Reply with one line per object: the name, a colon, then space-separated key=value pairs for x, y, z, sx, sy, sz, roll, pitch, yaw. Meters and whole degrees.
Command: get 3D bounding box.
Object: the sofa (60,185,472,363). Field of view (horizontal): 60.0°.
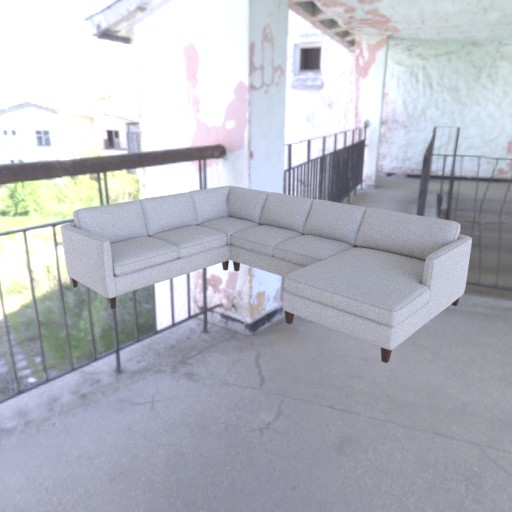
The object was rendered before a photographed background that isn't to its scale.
sofa: x=0.000 y=0.000 z=4.544 sx=3.403 sy=0.889 sz=2.551 roll=16 pitch=24 yaw=41
